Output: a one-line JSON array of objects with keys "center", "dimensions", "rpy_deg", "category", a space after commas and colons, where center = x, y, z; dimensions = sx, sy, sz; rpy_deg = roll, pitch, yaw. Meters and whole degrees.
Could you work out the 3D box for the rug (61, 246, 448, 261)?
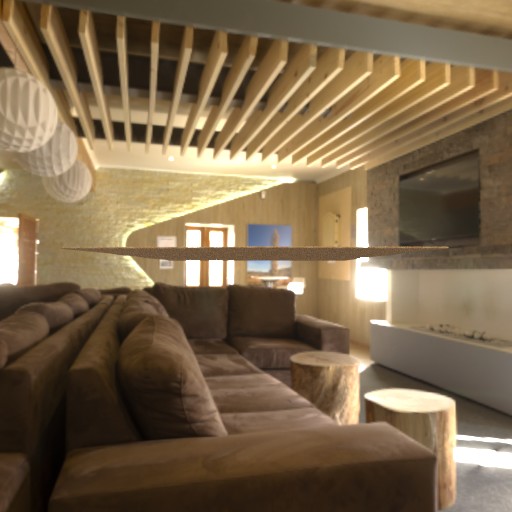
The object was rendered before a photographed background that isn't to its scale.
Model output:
[{"center": [0.000, 0.000, 2.774], "dimensions": [1.524, 0.013, 2.135], "rpy_deg": [0, -2, 1], "category": "rug"}]
